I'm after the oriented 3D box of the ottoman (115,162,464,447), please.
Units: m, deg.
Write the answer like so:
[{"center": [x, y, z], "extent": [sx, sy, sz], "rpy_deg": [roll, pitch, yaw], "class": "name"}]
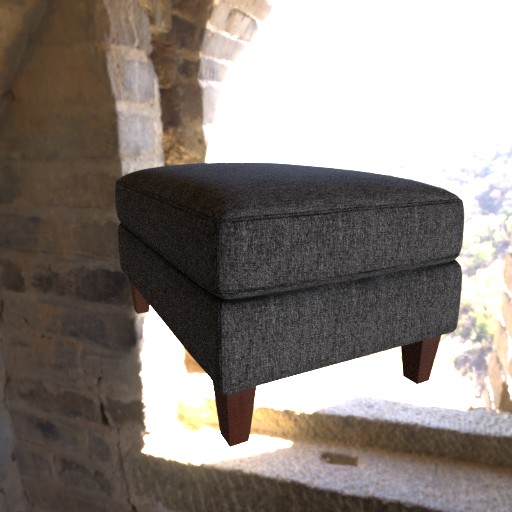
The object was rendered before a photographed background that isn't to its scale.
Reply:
[{"center": [0.000, 0.000, 1.188], "extent": [0.584, 0.483, 0.864], "rpy_deg": [-7, 16, -27], "class": "ottoman"}]
